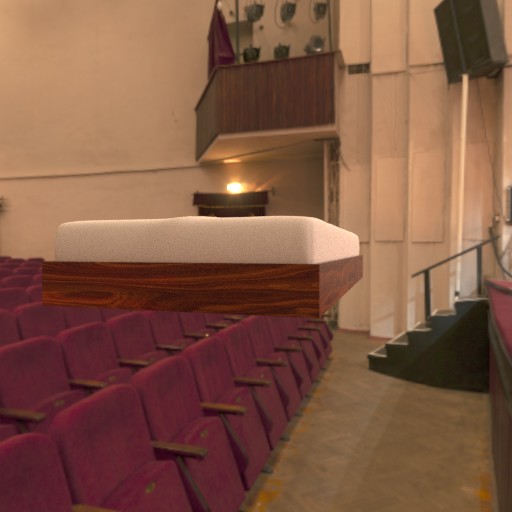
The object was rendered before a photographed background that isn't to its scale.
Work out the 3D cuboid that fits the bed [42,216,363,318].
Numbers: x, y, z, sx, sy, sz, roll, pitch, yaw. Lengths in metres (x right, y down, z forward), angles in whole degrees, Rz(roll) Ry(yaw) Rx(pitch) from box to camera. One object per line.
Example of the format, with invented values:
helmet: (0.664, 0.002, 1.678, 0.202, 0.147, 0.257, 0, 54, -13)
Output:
bed: (0.000, 0.000, 2.248, 0.940, 0.312, 1.860, 0, 1, 17)
